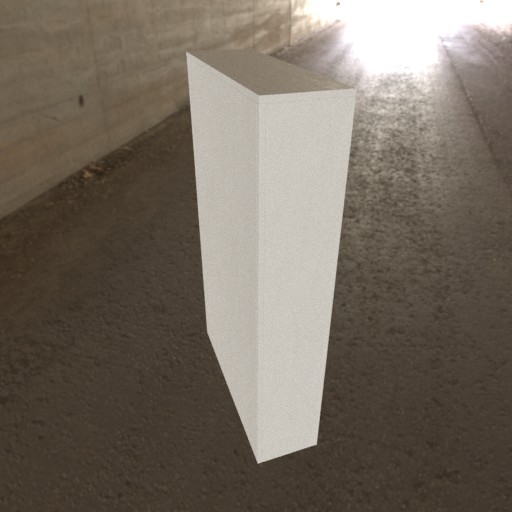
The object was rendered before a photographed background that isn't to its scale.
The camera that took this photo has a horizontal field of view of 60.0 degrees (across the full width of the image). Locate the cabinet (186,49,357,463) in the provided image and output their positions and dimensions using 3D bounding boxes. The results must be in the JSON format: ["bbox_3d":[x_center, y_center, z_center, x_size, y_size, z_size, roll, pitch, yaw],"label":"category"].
[{"bbox_3d":[0.000,0.000,1.607,0.250,1.280,0.750,-10,33,-16],"label":"cabinet"}]
